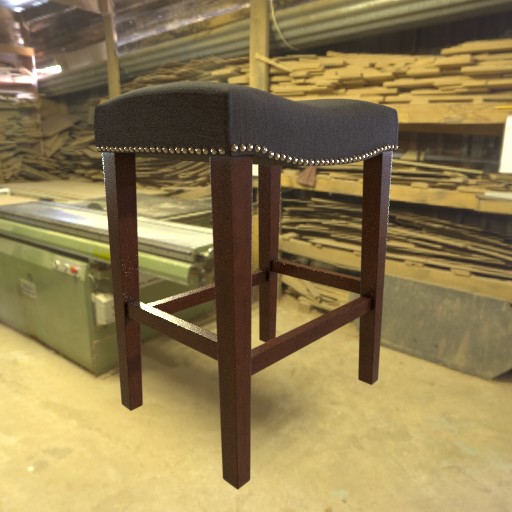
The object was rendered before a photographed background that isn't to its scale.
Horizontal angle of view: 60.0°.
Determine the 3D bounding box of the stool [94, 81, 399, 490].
[{"bbox_3d":[0.000,0.000,0.944,0.372,0.654,0.504,13,19,41],"label":"stool"}]
